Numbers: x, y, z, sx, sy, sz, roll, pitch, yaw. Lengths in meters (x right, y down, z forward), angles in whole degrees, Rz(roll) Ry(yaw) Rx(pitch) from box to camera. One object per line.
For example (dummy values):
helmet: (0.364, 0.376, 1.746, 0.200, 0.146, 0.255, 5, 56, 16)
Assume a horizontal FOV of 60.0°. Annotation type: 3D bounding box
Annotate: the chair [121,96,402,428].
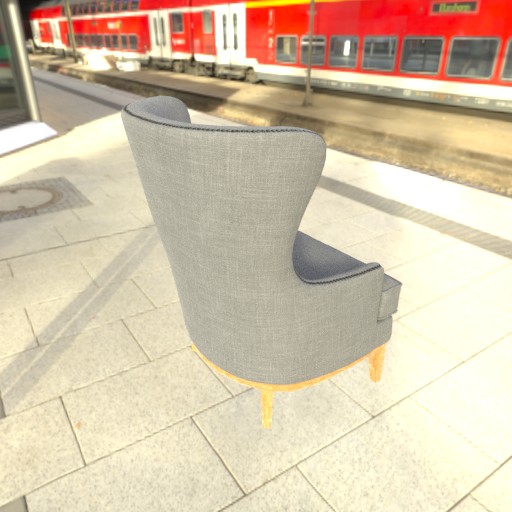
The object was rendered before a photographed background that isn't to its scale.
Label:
chair: (0.000, 0.000, 1.791, 0.883, 1.176, 0.864, -18, 32, -32)
